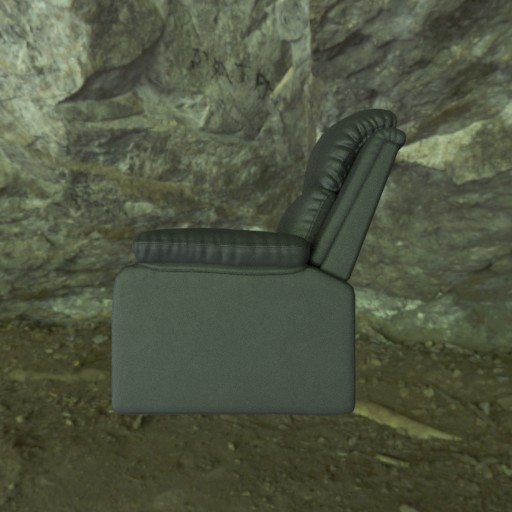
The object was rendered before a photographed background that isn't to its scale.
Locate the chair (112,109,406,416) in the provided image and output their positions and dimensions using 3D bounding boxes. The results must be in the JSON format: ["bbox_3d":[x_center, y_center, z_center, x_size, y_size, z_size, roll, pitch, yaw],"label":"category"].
[{"bbox_3d":[0.000,0.000,1.664,0.919,0.992,0.855,0,0,0],"label":"chair"}]
